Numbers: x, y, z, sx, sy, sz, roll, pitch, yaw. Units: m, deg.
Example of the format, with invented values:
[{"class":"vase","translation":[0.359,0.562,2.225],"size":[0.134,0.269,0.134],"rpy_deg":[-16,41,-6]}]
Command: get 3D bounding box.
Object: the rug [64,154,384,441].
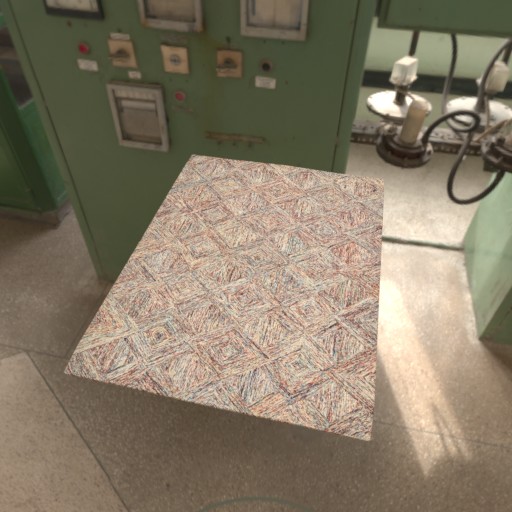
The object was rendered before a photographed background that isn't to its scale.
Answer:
[{"class":"rug","translation":[0.000,0.000,4.424],"size":[2.436,0.024,3.226],"rpy_deg":[9,46,9]}]
